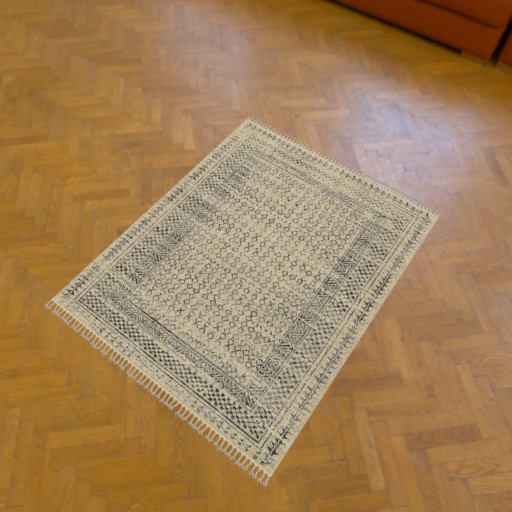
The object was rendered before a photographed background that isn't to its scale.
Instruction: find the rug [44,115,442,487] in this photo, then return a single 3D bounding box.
[{"bbox_3d":[0.000,0.000,3.995,2.312,0.013,2.940,32,64,18],"label":"rug"}]
